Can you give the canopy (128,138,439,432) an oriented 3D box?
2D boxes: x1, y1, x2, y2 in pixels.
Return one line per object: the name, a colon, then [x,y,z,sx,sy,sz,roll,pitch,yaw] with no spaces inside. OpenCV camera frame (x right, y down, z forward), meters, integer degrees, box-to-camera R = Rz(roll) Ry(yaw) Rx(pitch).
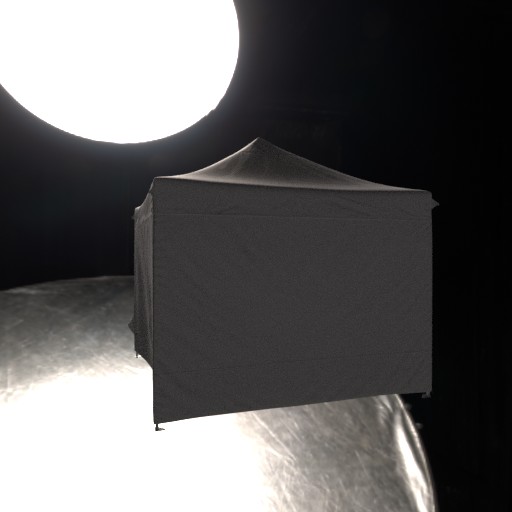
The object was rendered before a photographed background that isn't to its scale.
canopy: [0.000,0.000,5.688,3.043,2.997,3.121,0,1,-18]
